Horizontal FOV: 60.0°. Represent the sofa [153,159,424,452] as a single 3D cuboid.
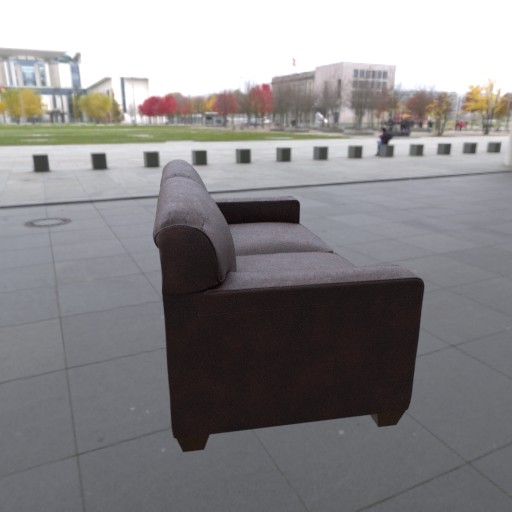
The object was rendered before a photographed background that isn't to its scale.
[{"bbox_3d":[0.000,0.000,2.445,1.000,0.966,1.856,-3,17,-10],"label":"sofa"}]
